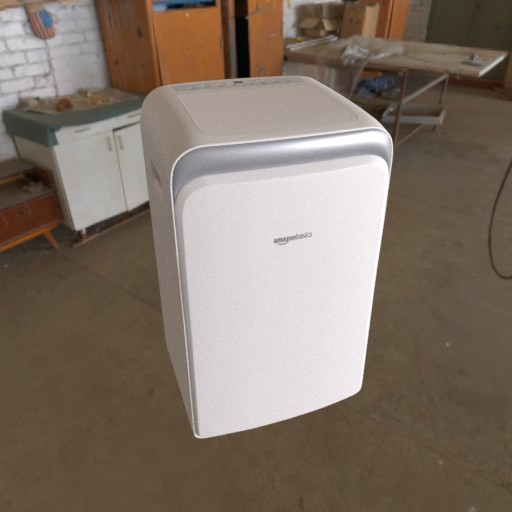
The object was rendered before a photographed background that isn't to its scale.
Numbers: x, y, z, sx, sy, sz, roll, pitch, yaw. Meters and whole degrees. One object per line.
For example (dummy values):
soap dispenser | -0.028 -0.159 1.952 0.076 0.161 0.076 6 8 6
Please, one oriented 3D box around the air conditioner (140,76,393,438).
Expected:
air conditioner | 0.000 0.000 1.091 0.478 0.765 0.467 -10 34 -16
